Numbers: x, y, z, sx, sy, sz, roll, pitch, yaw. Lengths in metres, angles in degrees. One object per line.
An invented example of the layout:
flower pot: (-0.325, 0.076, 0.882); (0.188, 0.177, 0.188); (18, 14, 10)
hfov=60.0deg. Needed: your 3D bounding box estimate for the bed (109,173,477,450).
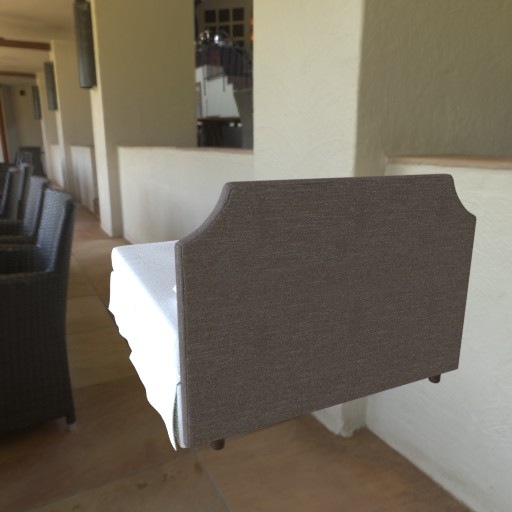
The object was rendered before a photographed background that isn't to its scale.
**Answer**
bed: (0.000, 0.000, 4.038); (2.350, 1.590, 2.773); (-7, 16, -25)
